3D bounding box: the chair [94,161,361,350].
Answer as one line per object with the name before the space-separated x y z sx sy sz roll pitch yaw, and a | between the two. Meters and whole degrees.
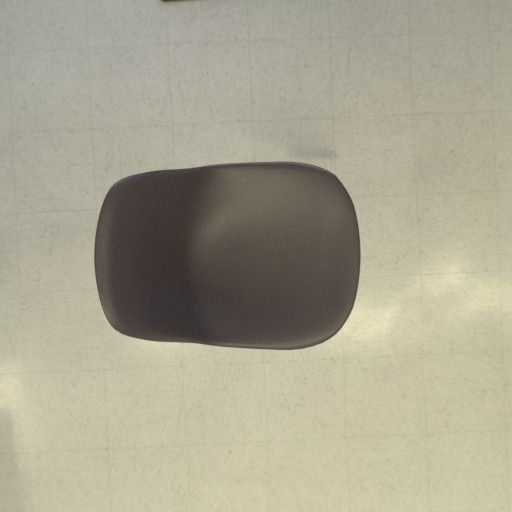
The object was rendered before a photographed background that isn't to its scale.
chair | 0.000 0.000 1.134 0.533 0.825 0.470 0 90 -1
